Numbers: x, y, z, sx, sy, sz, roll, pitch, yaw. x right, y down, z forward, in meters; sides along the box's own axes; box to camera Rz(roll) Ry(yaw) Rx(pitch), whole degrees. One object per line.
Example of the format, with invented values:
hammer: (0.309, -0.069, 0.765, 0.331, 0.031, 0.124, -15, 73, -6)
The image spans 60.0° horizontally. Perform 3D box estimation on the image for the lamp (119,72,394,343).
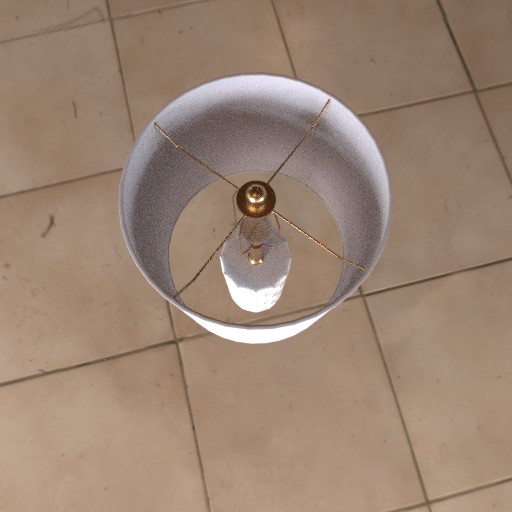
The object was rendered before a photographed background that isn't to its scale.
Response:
lamp: (0.000, 0.000, 0.706, 0.277, 0.537, 0.277, -15, 76, -4)
